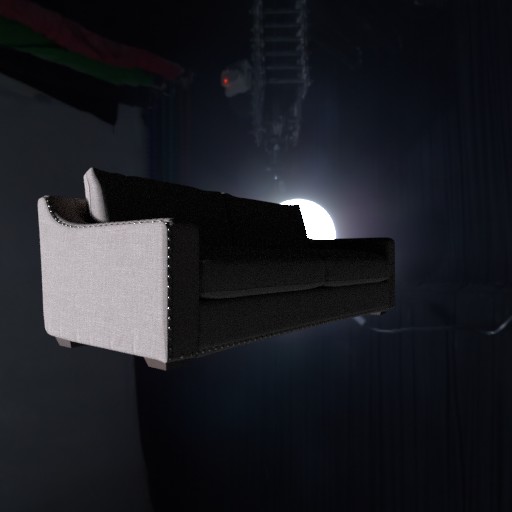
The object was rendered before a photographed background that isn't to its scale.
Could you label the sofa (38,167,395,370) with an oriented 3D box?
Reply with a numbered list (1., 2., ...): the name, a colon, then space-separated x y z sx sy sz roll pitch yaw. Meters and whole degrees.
1. sofa: 0.000 0.000 2.727 1.000 0.857 2.208 0 0 38
